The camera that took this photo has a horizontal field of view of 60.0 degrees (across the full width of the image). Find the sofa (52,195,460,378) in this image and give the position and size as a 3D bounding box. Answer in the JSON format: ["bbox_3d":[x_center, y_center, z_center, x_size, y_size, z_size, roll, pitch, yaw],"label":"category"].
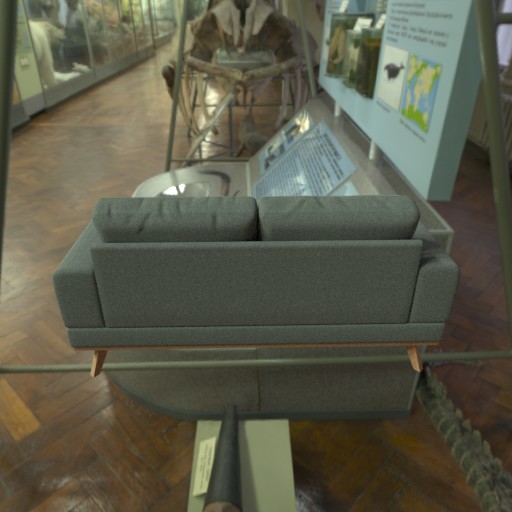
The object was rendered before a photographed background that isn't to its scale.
[{"bbox_3d":[0.000,0.000,2.148,1.650,0.810,0.785,-1,29,-1],"label":"sofa"}]
